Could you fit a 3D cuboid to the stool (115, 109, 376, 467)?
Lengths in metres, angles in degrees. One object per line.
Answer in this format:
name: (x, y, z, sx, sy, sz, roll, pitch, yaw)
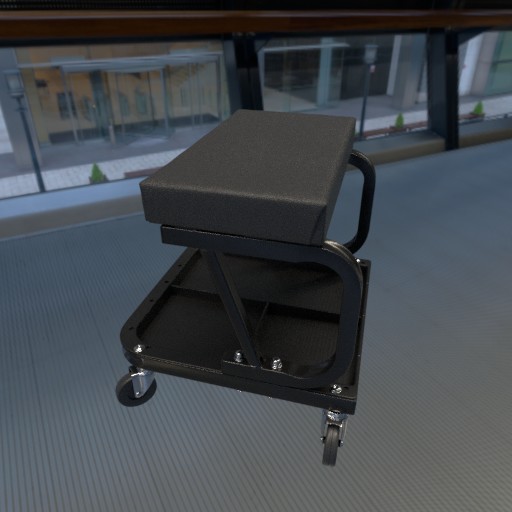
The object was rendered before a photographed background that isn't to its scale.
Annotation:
stool: (0.000, 0.000, 0.721, 0.371, 0.380, 0.446, 8, 32, 13)
